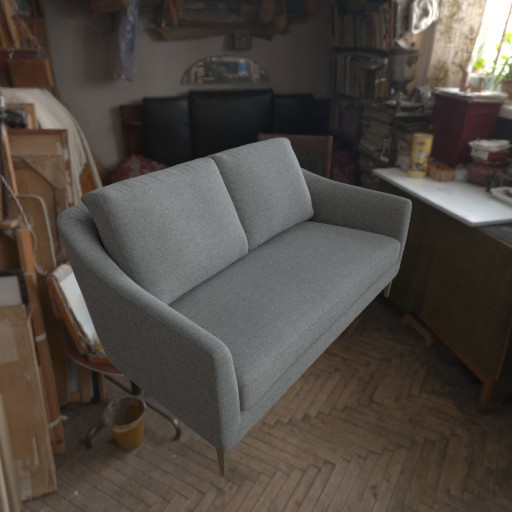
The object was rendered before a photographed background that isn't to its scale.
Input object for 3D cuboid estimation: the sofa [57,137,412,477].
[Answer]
[{"bbox_3d":[0.000,0.000,2.153,0.960,0.904,1.619,19,33,32],"label":"sofa"}]
